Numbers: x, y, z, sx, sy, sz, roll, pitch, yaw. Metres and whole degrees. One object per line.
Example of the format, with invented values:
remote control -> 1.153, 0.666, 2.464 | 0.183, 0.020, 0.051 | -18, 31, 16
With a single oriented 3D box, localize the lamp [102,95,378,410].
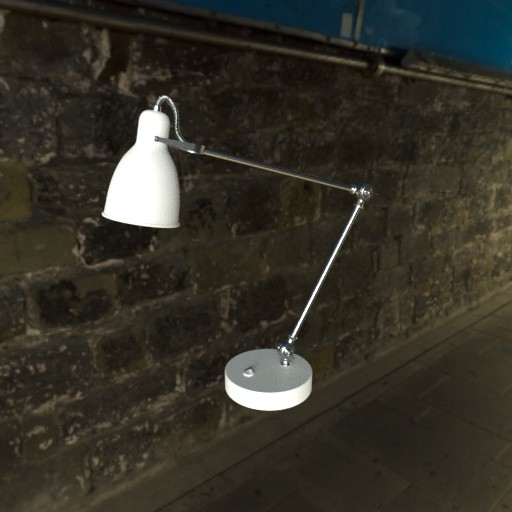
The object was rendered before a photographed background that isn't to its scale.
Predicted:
lamp -> 0.000, 0.000, 0.872 | 0.561, 0.587, 0.187 | -7, 17, -25
